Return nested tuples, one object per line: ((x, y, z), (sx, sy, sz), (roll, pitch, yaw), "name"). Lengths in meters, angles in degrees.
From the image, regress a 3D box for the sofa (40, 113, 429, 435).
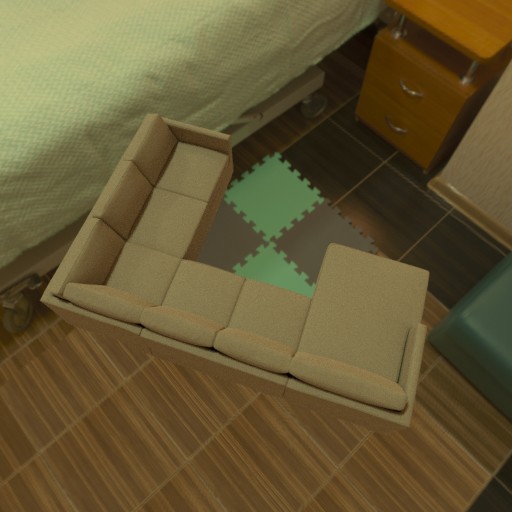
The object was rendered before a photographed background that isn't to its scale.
((0.000, 0.000, 4.599), (3.528, 0.878, 2.476), (17, 66, 8), "sofa")
